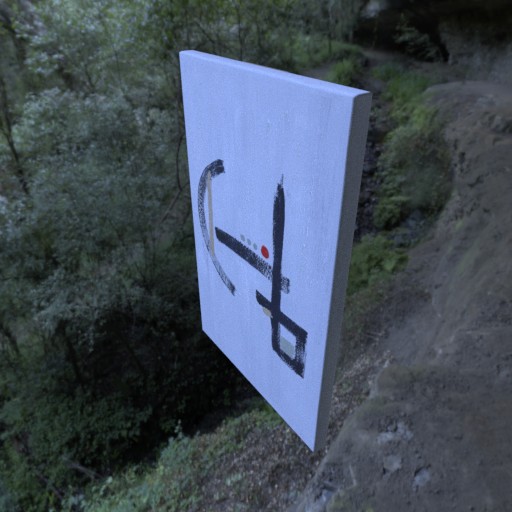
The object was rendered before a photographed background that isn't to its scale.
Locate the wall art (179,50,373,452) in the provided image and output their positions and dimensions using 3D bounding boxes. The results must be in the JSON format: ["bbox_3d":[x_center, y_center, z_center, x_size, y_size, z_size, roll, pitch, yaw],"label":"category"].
[{"bbox_3d":[0.000,0.000,1.153,0.048,0.916,0.602,-21,38,-29],"label":"wall art"}]
